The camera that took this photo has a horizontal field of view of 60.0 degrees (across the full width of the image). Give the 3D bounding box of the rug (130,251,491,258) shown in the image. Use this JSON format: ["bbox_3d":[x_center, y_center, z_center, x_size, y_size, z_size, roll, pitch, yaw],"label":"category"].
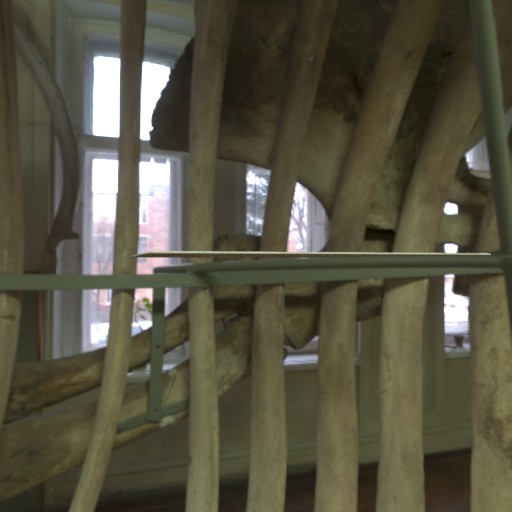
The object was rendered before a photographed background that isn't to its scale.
[{"bbox_3d":[0.000,0.000,2.870,1.522,0.008,2.284,0,-1,-18],"label":"rug"}]
